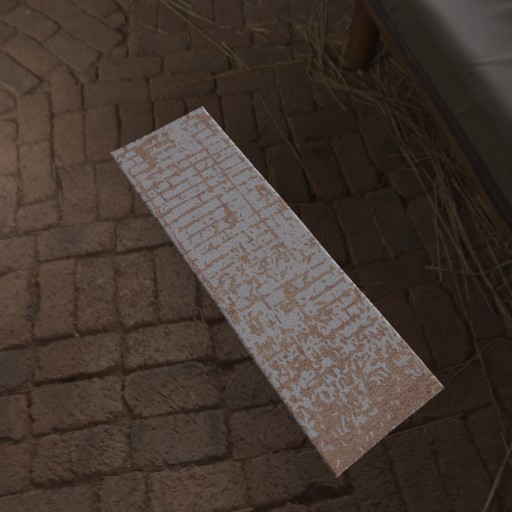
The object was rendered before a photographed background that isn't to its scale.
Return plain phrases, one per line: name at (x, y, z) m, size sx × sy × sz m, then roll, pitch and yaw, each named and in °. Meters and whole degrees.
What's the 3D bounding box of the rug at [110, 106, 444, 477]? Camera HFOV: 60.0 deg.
rug at (0.000, 0.000, 2.708) m, size 0.750 × 0.011 × 2.435 m, roll -32°, pitch 68°, yaw -14°
